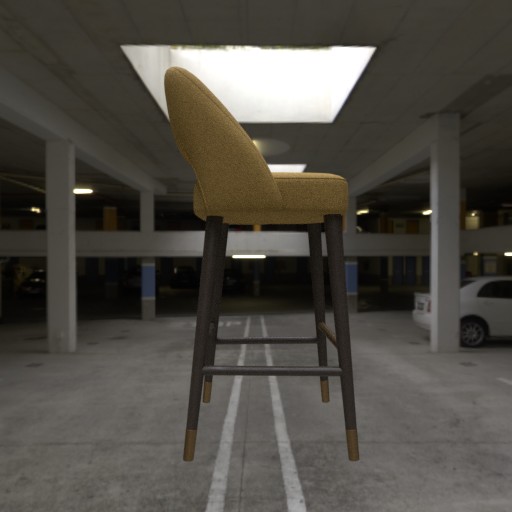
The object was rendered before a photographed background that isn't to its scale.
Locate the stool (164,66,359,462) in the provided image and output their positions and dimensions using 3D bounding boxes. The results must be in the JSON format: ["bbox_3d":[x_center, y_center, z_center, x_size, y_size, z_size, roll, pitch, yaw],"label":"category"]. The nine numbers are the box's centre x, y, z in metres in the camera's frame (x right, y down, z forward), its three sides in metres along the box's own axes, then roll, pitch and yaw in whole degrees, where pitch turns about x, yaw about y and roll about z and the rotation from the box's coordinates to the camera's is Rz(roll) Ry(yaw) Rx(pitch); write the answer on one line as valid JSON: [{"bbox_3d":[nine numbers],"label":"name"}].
[{"bbox_3d":[0.000,0.000,1.338,0.522,1.032,0.536,0,1,0],"label":"stool"}]
